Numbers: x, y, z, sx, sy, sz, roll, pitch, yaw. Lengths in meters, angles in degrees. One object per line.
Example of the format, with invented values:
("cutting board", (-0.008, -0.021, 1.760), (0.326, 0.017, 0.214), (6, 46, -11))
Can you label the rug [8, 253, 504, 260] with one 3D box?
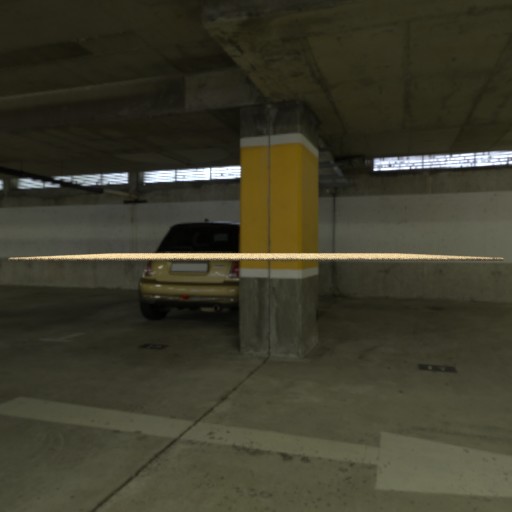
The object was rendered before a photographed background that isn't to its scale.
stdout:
("rug", (0.000, 0.000, 2.809), (2.283, 0.013, 1.547), (0, 1, 0))
